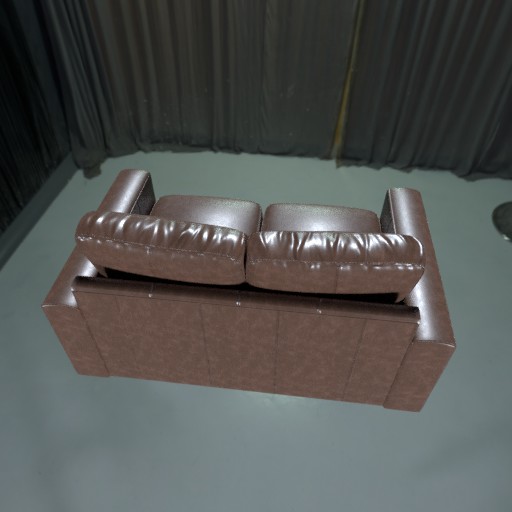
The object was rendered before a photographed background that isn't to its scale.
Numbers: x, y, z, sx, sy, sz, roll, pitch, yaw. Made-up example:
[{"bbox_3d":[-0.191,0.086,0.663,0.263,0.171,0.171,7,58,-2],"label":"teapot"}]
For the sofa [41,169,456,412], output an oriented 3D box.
[{"bbox_3d":[0.000,0.000,2.130,1.616,0.873,1.016,5,45,5],"label":"sofa"}]
